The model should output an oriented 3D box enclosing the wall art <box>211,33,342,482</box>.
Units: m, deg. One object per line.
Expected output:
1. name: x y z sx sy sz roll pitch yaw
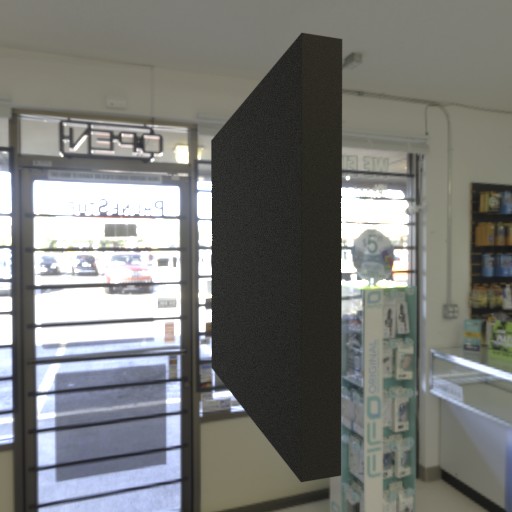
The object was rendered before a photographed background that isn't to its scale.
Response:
1. wall art: 0.000 0.000 0.452 0.030 0.305 0.308 0 1 -17
